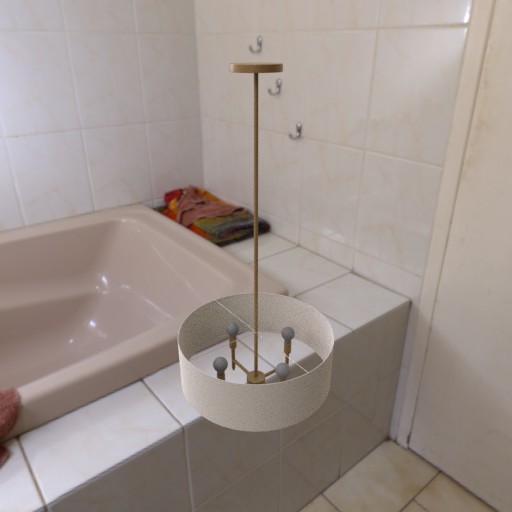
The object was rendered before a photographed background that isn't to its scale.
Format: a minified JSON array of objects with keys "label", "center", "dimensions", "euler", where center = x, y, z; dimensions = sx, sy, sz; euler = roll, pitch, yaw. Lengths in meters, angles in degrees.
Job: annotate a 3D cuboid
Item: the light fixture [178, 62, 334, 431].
[{"label":"light fixture","center":[0.000,0.000,1.338],"dimensions":[0.508,1.067,0.508],"euler":[0,25,0]}]
